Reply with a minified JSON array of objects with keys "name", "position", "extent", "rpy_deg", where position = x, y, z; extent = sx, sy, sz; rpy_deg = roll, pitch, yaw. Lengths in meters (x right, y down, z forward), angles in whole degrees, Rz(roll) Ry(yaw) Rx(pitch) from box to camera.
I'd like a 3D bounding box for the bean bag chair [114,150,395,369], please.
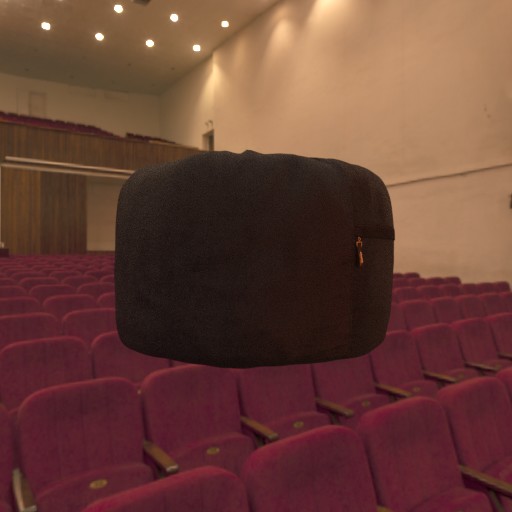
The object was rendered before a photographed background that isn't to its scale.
[{"name":"bean bag chair","position":[0.000,0.000,2.004],"extent":[1.219,0.762,1.219],"rpy_deg":[0,0,0]}]
